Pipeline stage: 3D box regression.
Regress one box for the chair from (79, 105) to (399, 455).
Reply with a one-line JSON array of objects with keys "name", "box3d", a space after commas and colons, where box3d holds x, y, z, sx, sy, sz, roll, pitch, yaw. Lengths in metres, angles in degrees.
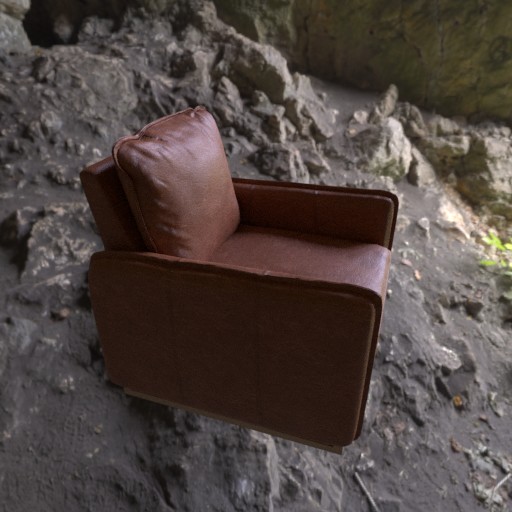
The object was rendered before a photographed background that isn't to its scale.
[{"name": "chair", "box3d": [0.000, 0.000, 1.580, 0.922, 0.922, 0.830, 10, 31, 16]}]
